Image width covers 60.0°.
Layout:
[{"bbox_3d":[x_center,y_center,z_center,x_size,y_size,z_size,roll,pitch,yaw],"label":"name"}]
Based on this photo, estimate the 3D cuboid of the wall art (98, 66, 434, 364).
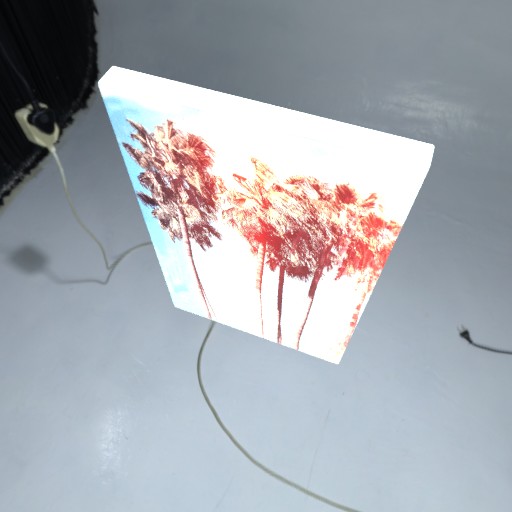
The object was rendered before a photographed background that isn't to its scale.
[{"bbox_3d":[0.000,0.000,0.765,0.401,0.610,0.038,18,59,11],"label":"wall art"}]
